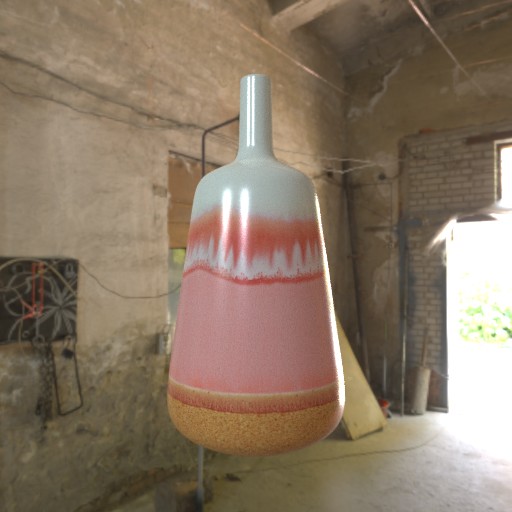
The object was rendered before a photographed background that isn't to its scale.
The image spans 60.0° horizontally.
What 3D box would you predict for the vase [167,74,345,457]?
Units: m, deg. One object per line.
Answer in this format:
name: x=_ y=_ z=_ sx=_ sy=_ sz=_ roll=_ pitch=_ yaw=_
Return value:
vase: x=0.000 y=0.000 z=0.370 sx=0.144 sy=0.296 sz=0.144 roll=0 pitch=-1 yaw=0
